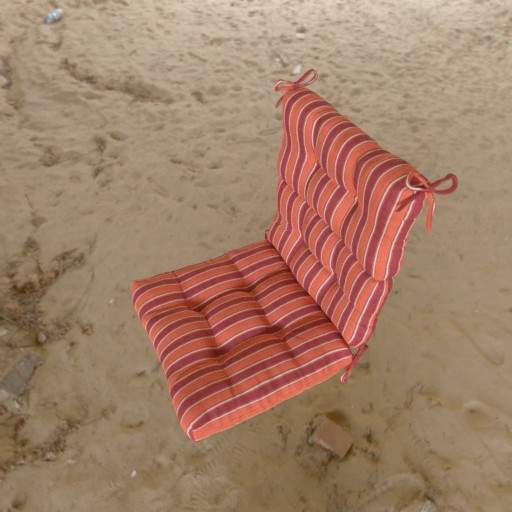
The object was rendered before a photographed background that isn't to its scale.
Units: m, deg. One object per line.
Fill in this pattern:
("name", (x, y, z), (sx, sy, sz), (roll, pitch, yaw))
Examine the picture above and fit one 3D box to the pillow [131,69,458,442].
("pillow", (0.000, 0.000, 1.036), (0.571, 0.605, 0.519), (-20, 49, -18))
